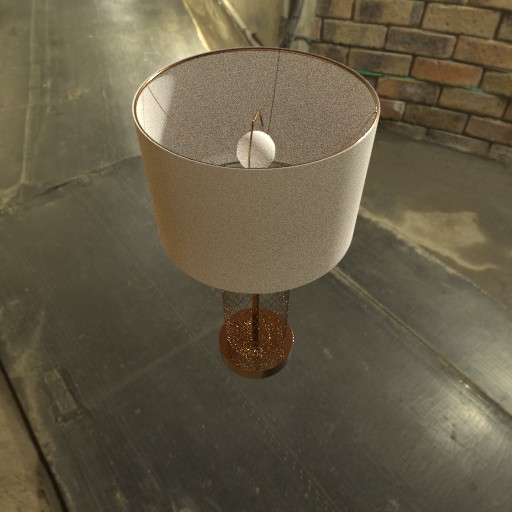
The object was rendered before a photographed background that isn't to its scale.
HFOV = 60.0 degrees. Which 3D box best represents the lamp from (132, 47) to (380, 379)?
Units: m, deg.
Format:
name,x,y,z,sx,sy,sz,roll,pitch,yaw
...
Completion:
name,x,y,z,sx,sy,sz,roll,pitch,yaw
lamp,0.000,0.000,0.634,0.252,0.483,0.252,10,48,9
